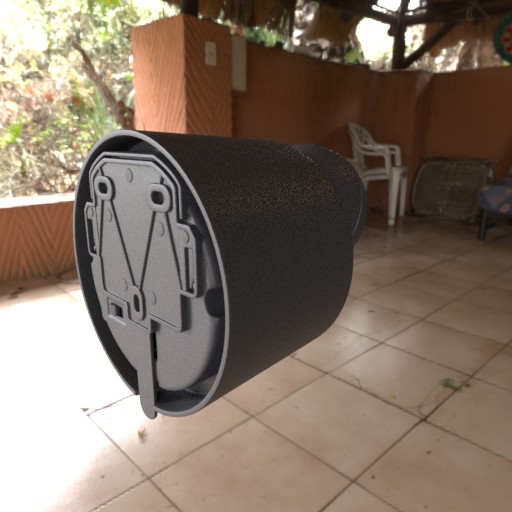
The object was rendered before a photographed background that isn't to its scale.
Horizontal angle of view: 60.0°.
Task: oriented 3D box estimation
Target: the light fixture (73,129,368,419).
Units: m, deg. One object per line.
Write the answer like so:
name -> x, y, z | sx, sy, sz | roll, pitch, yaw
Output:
light fixture -> 0.000, 0.000, 0.262 | 0.160, 0.143, 0.134 | -15, 21, -43
